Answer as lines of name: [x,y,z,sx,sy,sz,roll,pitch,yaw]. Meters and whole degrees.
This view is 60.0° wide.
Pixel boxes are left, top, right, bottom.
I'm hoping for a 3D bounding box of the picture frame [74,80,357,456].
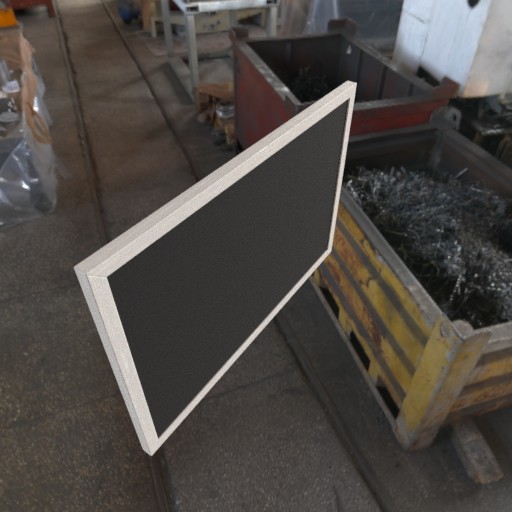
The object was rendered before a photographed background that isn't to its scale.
picture frame: [0.000,0.000,1.192,0.029,0.640,0.950,25,48,25]
